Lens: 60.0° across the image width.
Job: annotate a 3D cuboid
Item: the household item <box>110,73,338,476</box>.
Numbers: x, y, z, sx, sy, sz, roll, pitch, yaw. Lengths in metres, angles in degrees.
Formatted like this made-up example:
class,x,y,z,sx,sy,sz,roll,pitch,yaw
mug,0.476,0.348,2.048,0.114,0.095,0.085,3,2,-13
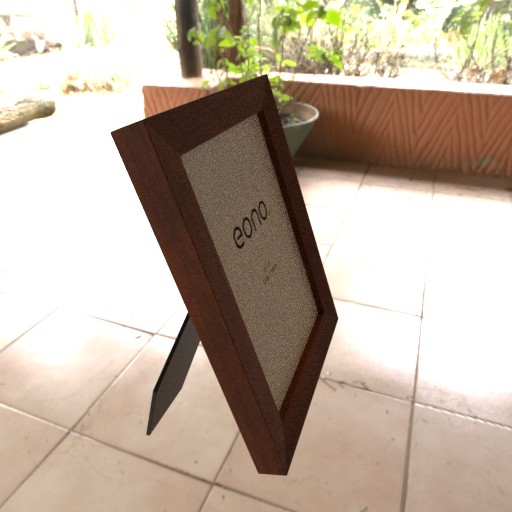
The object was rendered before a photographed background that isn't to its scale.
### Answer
class,x,y,z,sx,sy,sz,roll,pitch,yaw
household item,0.000,0.000,0.291,0.096,0.204,0.160,10,31,17
